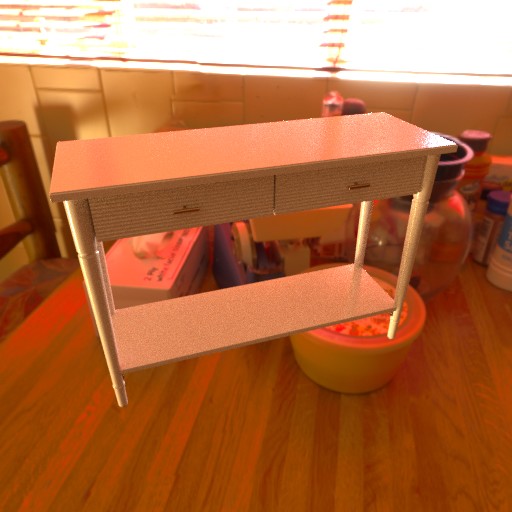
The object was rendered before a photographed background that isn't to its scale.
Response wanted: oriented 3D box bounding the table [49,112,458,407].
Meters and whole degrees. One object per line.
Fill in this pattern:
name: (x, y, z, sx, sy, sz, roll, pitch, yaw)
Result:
table: (0.000, 0.000, 1.447, 1.067, 0.749, 0.381, -10, 33, -16)
